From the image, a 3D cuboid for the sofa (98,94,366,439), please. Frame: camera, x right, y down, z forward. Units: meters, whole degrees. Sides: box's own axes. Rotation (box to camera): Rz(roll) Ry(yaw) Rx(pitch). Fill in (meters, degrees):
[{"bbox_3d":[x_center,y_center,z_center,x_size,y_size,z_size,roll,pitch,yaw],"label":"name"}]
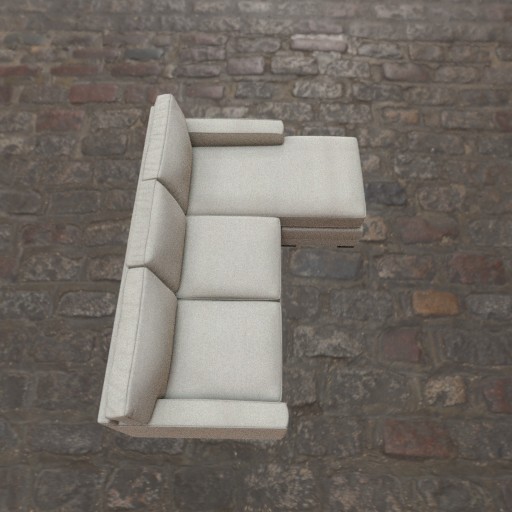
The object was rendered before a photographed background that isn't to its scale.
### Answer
[{"bbox_3d":[0.000,0.000,2.808,1.496,0.861,2.087,1,63,0],"label":"sofa"}]
